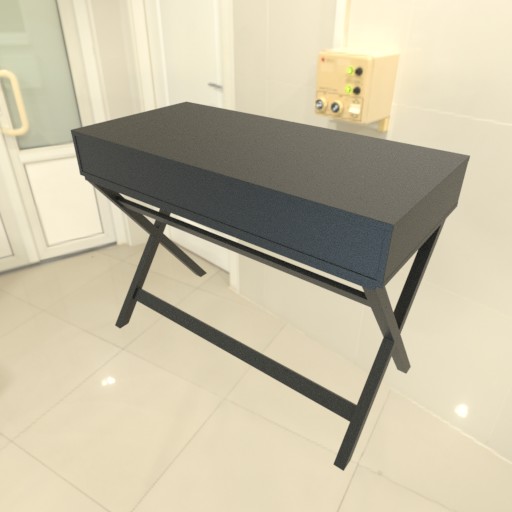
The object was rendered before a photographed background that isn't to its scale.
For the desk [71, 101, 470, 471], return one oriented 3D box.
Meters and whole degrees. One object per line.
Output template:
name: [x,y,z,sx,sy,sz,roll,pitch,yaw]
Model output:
desk: [0.000,0.000,1.486,1.057,0.780,0.525,22,38,31]
